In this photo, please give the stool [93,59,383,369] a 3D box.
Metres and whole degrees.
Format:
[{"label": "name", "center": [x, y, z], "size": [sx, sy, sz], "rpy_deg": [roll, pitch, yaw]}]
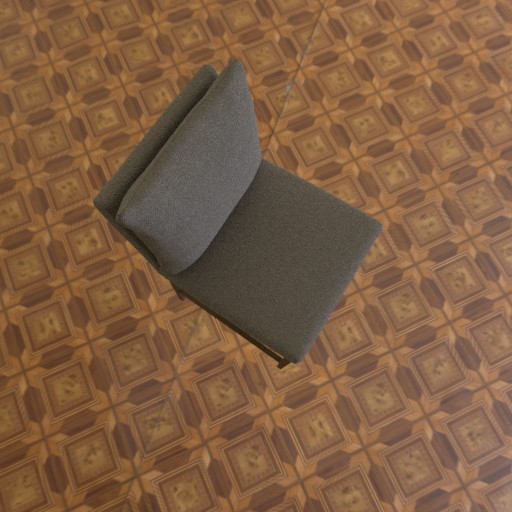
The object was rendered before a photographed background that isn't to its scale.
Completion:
[{"label": "stool", "center": [0.000, 0.000, 1.416], "size": [0.569, 1.132, 0.463], "rpy_deg": [32, 76, 9]}]
